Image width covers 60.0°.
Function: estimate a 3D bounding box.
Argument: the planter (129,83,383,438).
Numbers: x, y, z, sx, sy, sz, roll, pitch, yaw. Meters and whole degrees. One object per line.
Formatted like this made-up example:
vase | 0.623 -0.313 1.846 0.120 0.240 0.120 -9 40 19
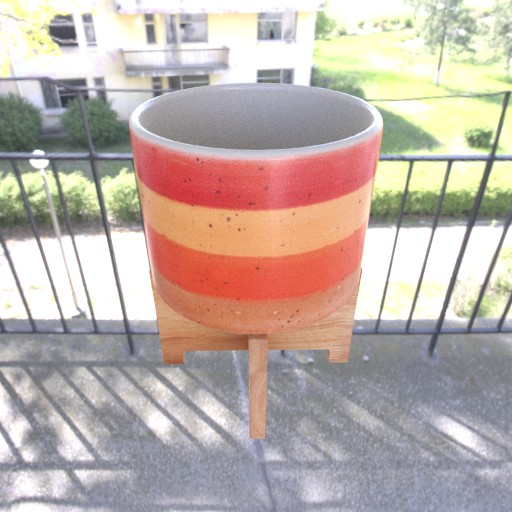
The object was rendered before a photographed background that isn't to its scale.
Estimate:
planter | 0.000 0.000 0.412 0.199 0.268 0.199 0 33 0
